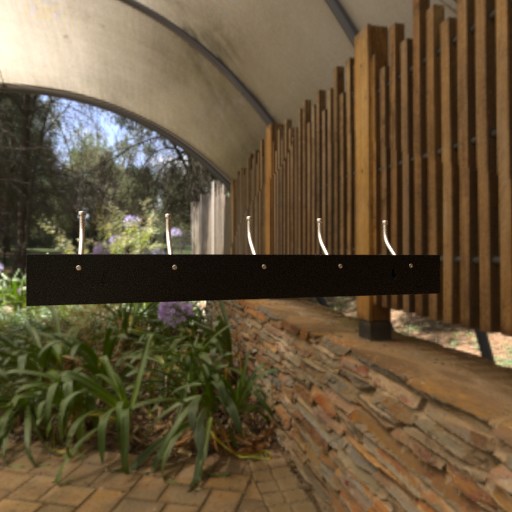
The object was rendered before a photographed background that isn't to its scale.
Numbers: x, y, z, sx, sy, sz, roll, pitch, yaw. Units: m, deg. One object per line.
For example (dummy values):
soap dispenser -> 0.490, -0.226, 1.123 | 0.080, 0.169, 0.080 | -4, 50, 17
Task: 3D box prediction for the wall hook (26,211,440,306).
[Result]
wall hook -> 0.000, 0.000, 0.625 | 0.571, 0.117, 0.071 | 0, 0, -18
